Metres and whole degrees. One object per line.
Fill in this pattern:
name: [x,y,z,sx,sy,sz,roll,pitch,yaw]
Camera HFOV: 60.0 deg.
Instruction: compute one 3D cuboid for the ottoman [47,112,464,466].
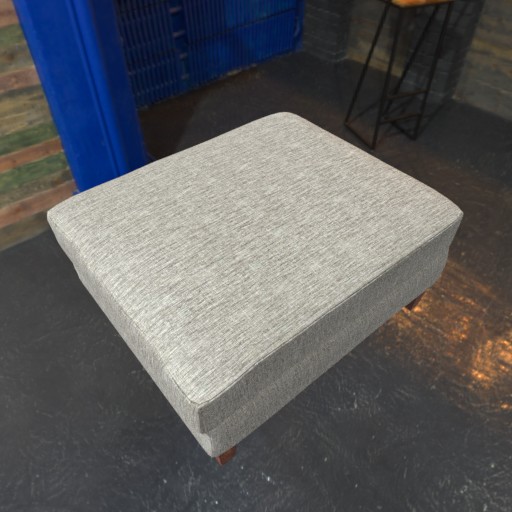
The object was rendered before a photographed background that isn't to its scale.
ottoman: [0.000,0.000,1.459,0.994,0.492,0.839,-30,53,-27]
